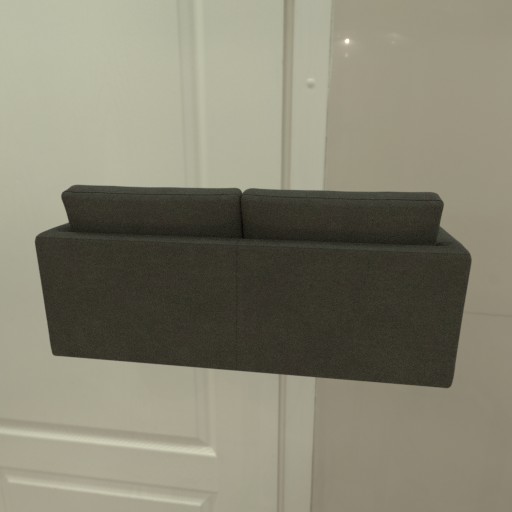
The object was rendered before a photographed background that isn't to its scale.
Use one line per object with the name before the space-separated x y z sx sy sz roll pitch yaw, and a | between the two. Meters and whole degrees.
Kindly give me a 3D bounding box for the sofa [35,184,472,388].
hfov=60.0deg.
sofa | 0.000 0.000 2.452 1.909 0.845 1.091 2 16 8
